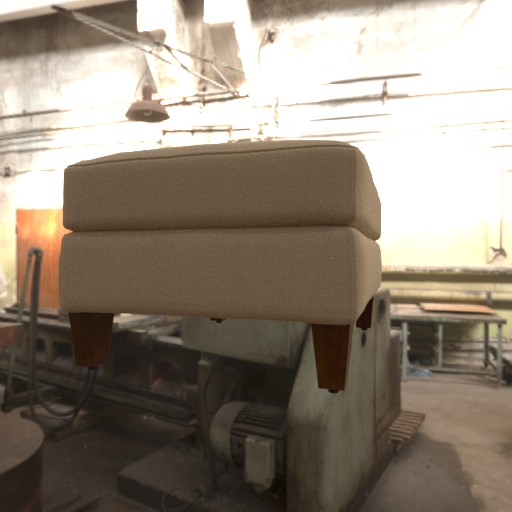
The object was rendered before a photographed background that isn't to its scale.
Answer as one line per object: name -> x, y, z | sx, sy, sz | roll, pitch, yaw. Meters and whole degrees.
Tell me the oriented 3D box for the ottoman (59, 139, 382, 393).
ottoman -> 0.000, 0.000, 1.202 | 0.634, 0.485, 0.818 | 0, 0, 18
